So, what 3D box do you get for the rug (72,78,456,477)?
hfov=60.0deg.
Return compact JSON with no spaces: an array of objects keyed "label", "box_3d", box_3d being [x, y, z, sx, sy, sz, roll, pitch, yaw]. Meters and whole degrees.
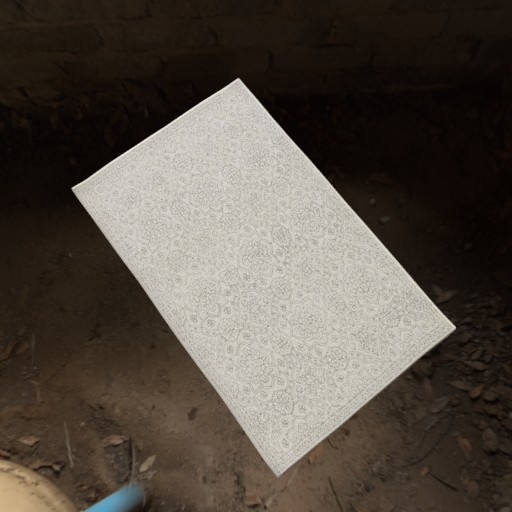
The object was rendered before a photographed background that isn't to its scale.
[{"label":"rug","box_3d":[0.000,0.000,2.471,1.214,0.023,1.947,-37,79,-8]}]
